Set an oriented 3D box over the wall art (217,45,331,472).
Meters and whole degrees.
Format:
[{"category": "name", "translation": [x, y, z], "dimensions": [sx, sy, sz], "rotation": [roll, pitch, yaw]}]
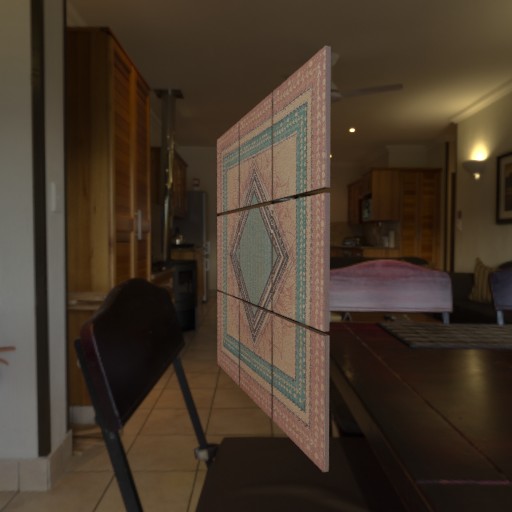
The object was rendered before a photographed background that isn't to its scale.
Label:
[{"category": "wall art", "translation": [0.000, 0.000, 1.381], "dimensions": [0.013, 0.914, 0.915], "rotation": [-1, 2, -19]}]
